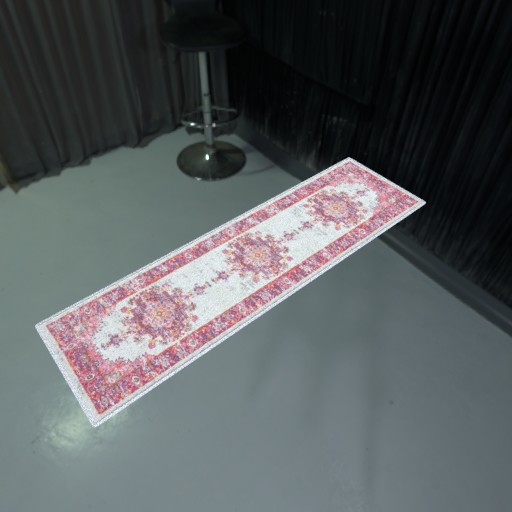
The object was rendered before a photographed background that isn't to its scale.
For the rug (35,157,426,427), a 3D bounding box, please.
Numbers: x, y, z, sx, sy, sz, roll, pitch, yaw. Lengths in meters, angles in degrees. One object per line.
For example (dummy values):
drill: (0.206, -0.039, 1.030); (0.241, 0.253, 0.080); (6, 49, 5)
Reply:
rug: (0.000, 0.000, 2.518); (2.294, 0.011, 0.666); (-31, 54, -26)
